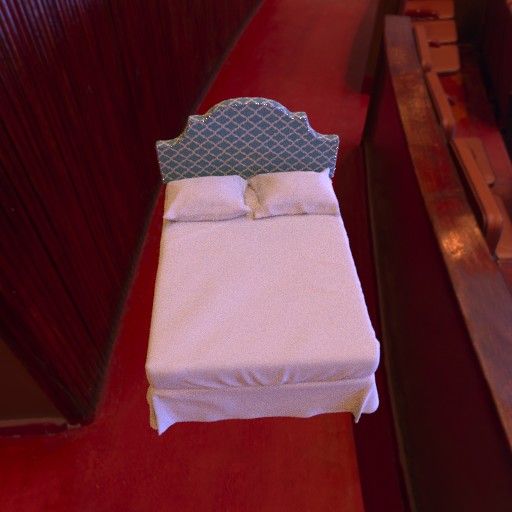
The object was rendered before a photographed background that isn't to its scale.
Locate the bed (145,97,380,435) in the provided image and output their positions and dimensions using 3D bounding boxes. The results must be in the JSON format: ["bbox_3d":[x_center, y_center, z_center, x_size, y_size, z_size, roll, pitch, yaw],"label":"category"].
[{"bbox_3d":[0.000,0.000,3.489,1.780,1.633,2.222,-3,48,-2],"label":"bed"}]
